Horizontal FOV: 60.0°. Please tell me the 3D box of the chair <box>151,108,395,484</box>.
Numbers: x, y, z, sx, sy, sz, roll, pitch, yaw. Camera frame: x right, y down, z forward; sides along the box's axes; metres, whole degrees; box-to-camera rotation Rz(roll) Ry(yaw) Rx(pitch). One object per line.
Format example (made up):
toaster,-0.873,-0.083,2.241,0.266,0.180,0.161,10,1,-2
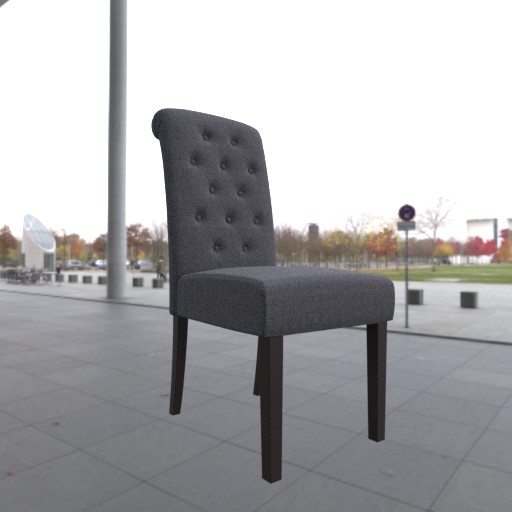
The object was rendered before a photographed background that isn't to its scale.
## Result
chair,0.000,0.000,1.353,0.456,1.006,0.671,0,-1,-37
